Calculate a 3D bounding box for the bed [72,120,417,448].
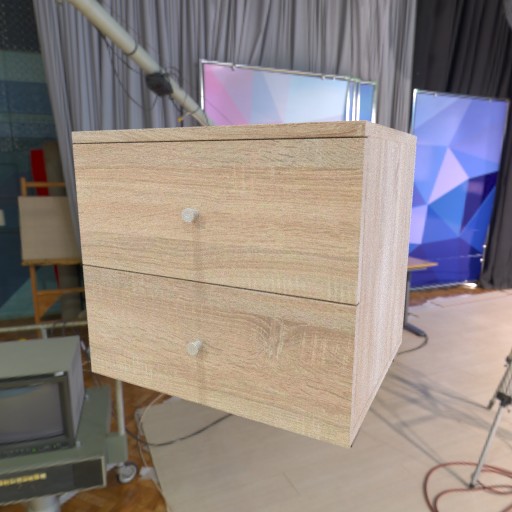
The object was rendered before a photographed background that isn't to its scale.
[{"bbox_3d":[0.000,0.000,0.790,0.460,0.420,0.401,6,14,27],"label":"bed"}]
